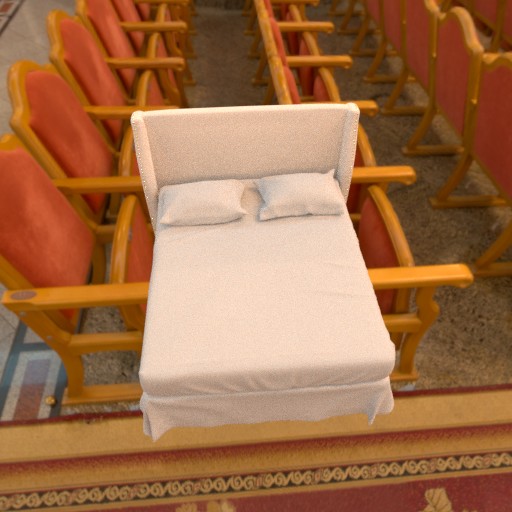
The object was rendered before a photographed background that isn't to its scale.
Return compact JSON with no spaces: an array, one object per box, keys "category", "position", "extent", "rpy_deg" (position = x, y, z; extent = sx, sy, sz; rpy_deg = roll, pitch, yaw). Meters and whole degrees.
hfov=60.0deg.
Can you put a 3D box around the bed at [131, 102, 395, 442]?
[{"category":"bed","position":[0.000,0.000,3.463],"extent":[1.925,1.332,2.276],"rpy_deg":[-3,47,-3]}]
